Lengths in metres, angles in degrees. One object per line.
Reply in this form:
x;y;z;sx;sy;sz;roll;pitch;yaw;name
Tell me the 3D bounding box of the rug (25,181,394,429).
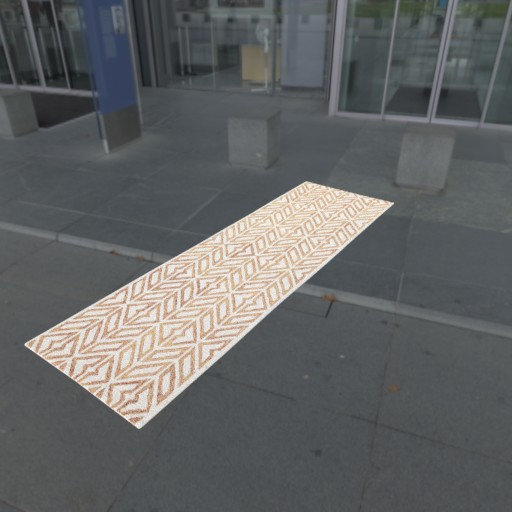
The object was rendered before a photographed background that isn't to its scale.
0.000;0.000;2.604;0.750;0.009;2.435;20;36;30;rug
